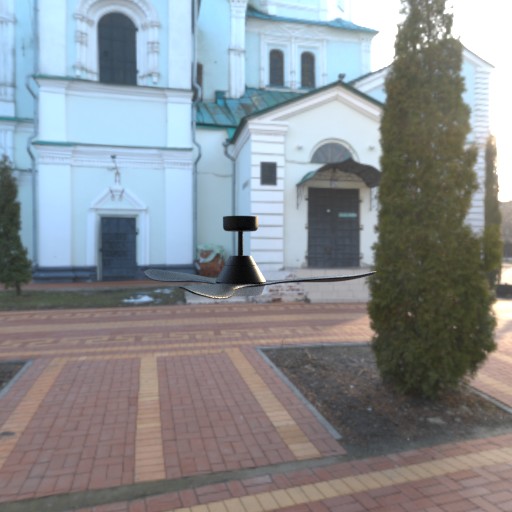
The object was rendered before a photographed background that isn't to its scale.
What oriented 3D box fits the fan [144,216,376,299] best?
[{"bbox_3d":[0.000,0.000,1.654,1.067,0.305,1.067,0,1,-1],"label":"fan"}]
